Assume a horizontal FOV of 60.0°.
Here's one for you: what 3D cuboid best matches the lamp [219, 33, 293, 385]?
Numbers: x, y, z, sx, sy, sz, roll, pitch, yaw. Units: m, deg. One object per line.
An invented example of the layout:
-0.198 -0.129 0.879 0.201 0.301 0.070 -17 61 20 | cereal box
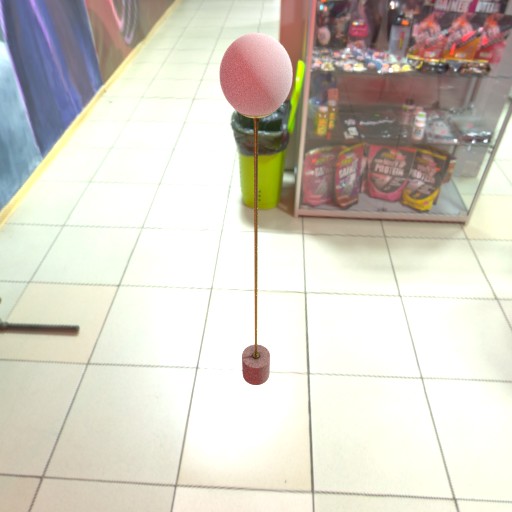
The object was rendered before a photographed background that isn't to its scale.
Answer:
0.000 0.000 1.887 0.229 1.748 0.229 26 48 26 | lamp
